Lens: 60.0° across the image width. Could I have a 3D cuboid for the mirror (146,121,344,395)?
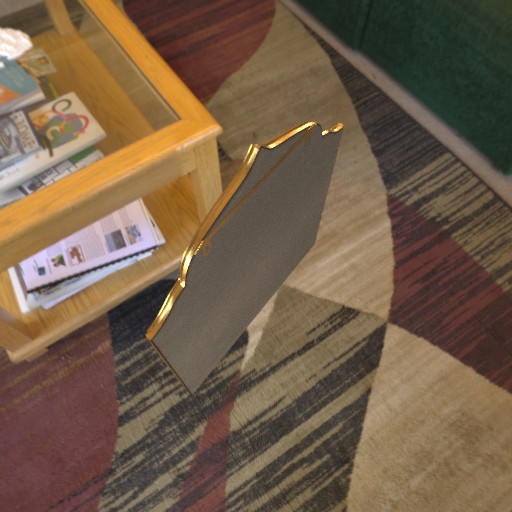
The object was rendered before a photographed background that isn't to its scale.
[{"bbox_3d":[0.000,0.000,0.849,0.018,0.635,0.513,35,68,16],"label":"mirror"}]
